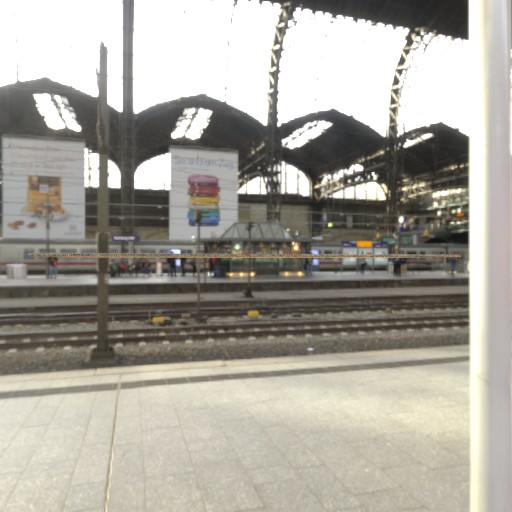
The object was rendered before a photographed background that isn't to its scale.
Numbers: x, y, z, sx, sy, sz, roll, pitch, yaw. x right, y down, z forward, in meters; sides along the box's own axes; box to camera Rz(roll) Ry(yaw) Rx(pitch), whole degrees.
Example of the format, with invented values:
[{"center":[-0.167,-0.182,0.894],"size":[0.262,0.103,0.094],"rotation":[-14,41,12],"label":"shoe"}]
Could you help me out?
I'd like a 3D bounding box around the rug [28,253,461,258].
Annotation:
[{"center":[0.000,0.000,2.727],"size":[2.413,0.016,0.810],"rotation":[0,0,-18],"label":"rug"}]
